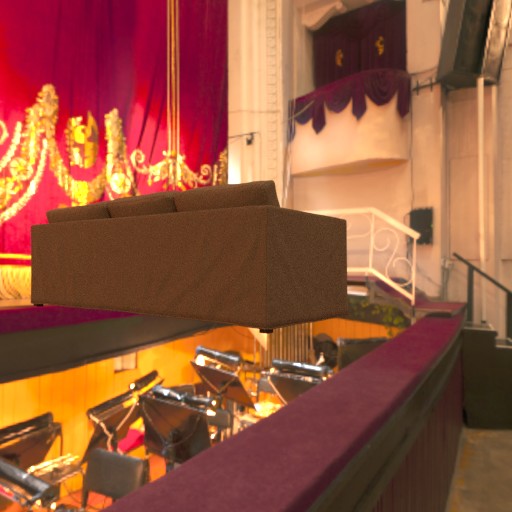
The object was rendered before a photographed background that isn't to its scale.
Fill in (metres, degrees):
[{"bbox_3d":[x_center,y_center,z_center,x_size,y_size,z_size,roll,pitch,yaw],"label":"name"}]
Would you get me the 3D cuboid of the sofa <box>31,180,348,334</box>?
[{"bbox_3d":[0.000,0.000,4.311,2.432,0.871,3.182,0,0,35],"label":"sofa"}]
